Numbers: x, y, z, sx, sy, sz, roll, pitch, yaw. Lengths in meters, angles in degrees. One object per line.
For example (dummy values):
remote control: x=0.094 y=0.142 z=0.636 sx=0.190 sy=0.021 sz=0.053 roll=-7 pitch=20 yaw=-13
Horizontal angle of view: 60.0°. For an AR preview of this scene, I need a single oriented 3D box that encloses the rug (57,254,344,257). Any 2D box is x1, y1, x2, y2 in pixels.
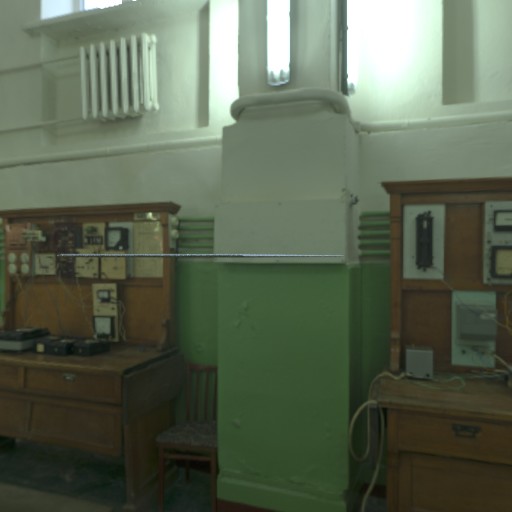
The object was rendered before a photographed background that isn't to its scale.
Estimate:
rug: x=0.000 y=0.000 z=2.405 sx=0.662 sy=0.011 sz=2.196 roll=0 pitch=0 yaw=19
